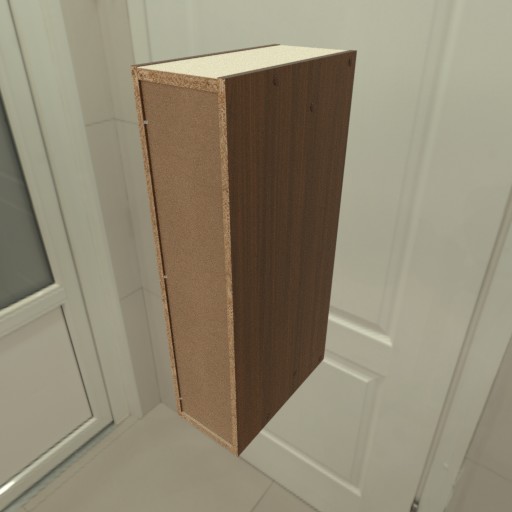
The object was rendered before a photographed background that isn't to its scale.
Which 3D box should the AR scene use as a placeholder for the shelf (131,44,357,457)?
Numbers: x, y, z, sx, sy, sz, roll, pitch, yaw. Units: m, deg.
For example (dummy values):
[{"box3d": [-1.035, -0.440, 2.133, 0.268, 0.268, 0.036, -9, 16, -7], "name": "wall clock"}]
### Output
[{"box3d": [0.000, 0.000, 0.727, 0.147, 0.600, 0.290, 21, 37, 31], "name": "shelf"}]
